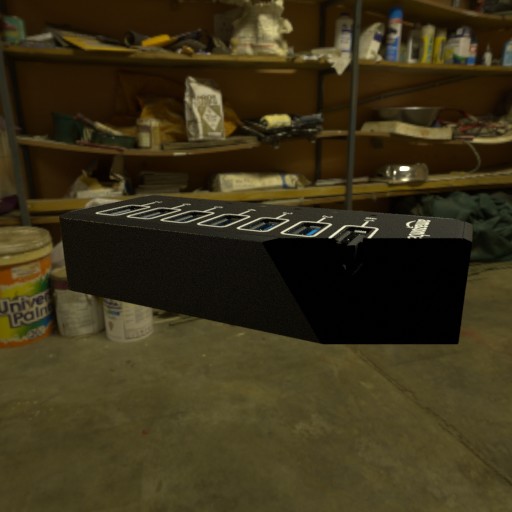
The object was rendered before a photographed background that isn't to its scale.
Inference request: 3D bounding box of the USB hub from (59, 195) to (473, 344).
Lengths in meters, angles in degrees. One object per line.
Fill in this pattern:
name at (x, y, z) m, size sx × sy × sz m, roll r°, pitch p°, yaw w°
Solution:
USB hub at (0.000, 0.000, 0.127) m, size 0.110 × 0.023 × 0.044 m, roll 8°, pitch 18°, yaw 25°
